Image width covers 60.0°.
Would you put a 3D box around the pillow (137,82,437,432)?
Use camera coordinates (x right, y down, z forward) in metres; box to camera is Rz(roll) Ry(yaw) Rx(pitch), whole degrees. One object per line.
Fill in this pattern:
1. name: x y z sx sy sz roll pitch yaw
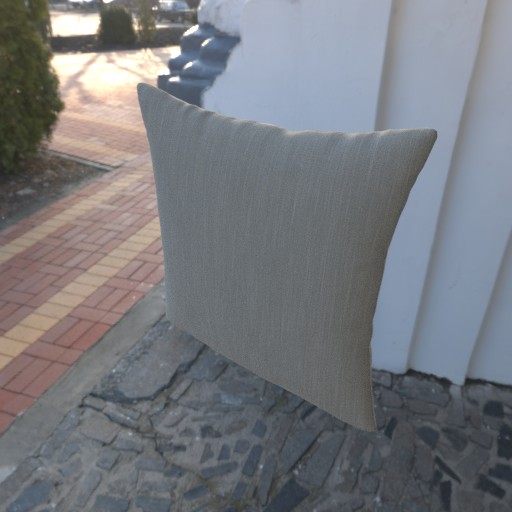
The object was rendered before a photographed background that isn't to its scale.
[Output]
1. pillow: 0.000 0.000 0.754 0.511 0.509 0.161 21 37 32
